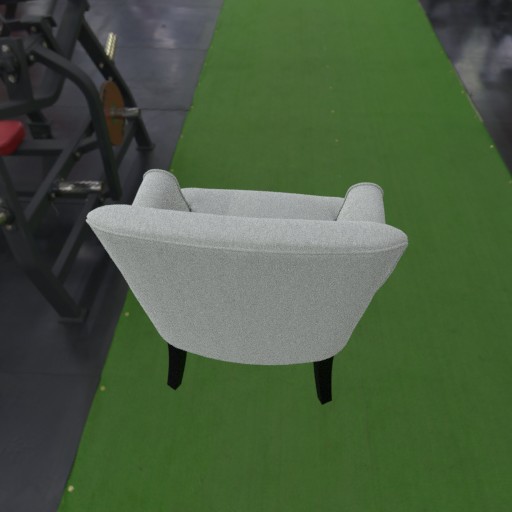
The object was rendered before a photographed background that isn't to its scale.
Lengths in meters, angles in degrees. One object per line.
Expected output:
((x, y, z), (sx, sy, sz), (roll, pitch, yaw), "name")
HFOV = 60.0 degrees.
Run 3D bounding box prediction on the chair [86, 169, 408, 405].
((0.000, 0.000, 1.447), (0.781, 0.875, 0.750), (4, 47, 4), "chair")
